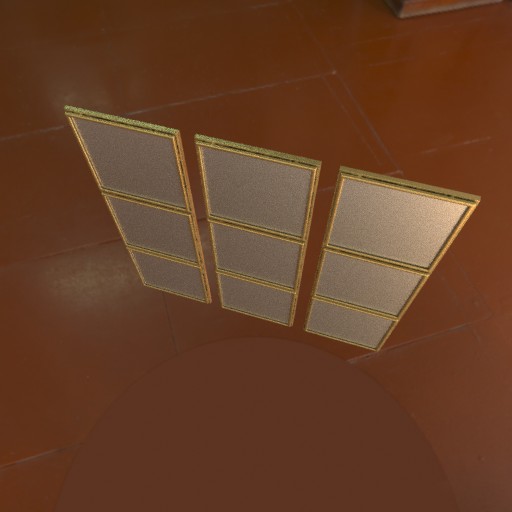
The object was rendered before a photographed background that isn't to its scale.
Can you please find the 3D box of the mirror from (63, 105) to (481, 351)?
[{"bbox_3d":[0.000,0.000,1.426,1.011,0.926,0.023,15,59,9],"label":"mirror"}]
